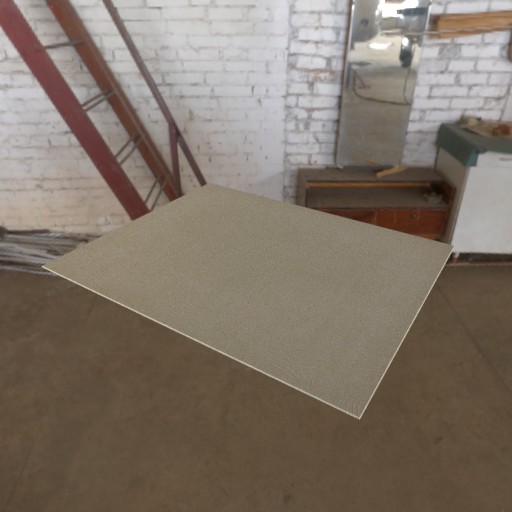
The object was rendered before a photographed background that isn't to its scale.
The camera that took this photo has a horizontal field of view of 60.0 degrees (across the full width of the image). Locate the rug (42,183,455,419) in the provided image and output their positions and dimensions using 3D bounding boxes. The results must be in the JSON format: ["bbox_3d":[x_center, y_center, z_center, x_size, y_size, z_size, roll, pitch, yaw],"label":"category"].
[{"bbox_3d":[0.000,0.000,3.541,2.584,0.011,2.073,19,35,28],"label":"rug"}]
